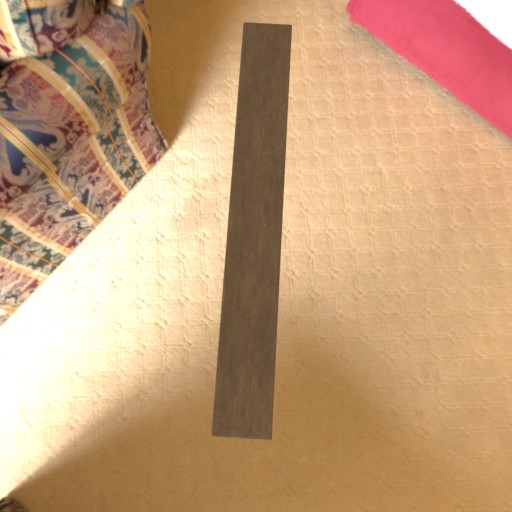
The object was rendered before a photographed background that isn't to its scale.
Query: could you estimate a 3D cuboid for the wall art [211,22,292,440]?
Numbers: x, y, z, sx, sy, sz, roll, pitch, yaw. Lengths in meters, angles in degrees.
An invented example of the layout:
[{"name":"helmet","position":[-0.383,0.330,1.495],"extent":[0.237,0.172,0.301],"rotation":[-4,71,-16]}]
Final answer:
[{"name":"wall art","position":[0.000,0.000,0.457],"extent":[0.038,0.302,0.303],"rotation":[3,77,1]}]
